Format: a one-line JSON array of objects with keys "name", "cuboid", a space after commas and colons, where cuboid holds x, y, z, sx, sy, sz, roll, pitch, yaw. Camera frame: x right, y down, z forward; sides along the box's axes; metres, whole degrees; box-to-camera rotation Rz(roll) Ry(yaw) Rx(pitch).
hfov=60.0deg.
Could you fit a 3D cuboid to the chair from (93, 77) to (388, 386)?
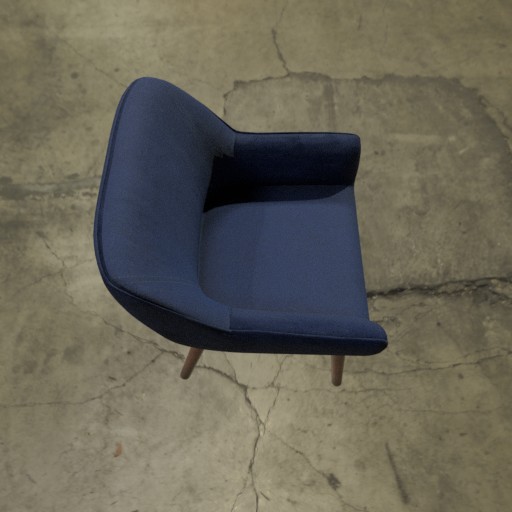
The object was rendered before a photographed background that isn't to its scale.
[{"name": "chair", "cuboid": [0.000, 0.000, 1.225, 0.600, 0.820, 0.600, 0, 63, 0]}]
